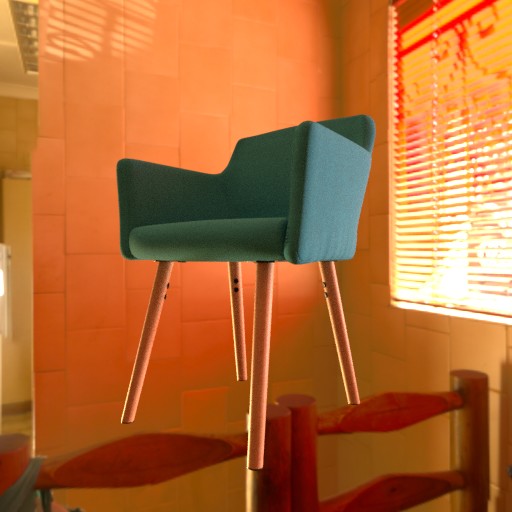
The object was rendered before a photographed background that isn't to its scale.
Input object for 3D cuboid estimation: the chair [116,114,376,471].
[{"bbox_3d":[0.000,0.000,1.135,0.570,0.780,0.540,0,0,36],"label":"chair"}]
